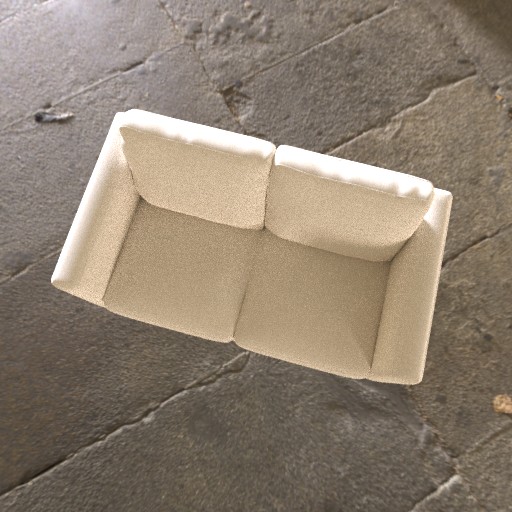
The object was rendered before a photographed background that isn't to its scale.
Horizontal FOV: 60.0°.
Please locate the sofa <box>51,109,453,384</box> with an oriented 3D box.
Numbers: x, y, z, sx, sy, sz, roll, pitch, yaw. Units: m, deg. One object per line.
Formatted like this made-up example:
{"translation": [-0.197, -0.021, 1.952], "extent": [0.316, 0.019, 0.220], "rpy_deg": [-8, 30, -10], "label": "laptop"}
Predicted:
{"translation": [0.000, 0.000, 1.942], "extent": [1.430, 0.908, 0.796], "rpy_deg": [15, 76, 4], "label": "sofa"}
